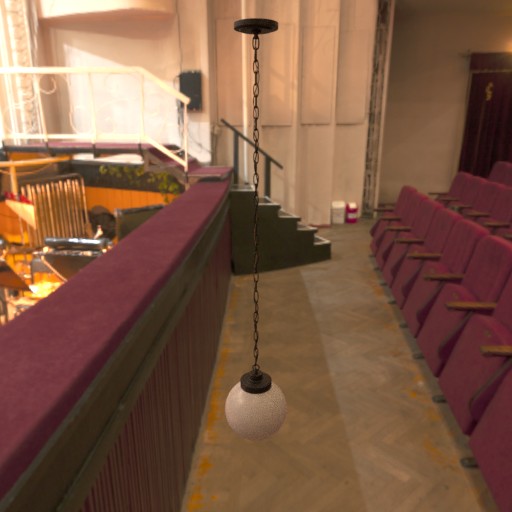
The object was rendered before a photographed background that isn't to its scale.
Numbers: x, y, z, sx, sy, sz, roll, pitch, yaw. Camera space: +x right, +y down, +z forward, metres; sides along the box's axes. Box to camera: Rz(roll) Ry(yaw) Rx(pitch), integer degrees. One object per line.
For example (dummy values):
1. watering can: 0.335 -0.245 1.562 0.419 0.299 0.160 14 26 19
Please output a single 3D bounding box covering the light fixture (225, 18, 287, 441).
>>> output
1. light fixture: 0.000 0.000 1.969 0.305 1.867 0.304 2 17 7
